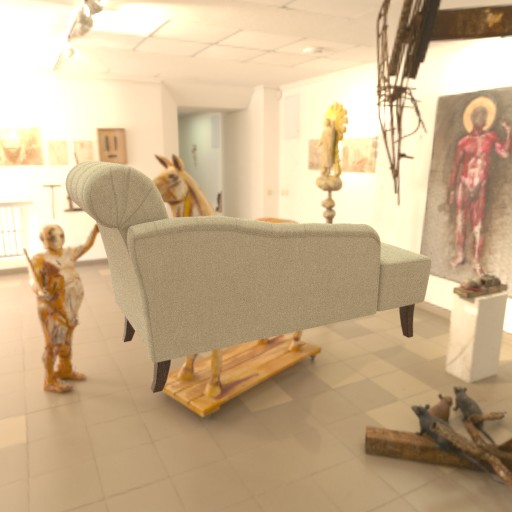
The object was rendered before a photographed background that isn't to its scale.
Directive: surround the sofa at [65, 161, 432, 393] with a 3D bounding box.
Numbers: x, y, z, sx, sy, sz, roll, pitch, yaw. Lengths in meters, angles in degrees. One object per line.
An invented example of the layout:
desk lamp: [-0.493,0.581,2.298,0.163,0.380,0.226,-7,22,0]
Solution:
sofa: [0.000,0.000,1.868,1.379,0.787,0.675,-7,15,-27]
